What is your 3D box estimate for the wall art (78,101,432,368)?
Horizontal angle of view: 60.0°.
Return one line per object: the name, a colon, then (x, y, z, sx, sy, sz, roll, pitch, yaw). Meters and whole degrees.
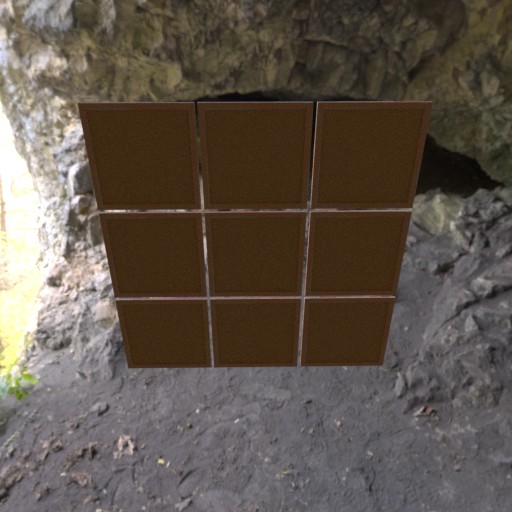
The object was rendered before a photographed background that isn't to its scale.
wall art: (0.000, 0.000, 2.277, 1.521, 1.519, 0.013, 0, 30, -1)
